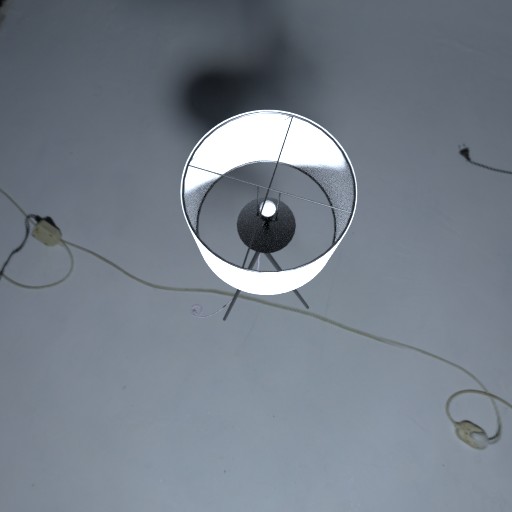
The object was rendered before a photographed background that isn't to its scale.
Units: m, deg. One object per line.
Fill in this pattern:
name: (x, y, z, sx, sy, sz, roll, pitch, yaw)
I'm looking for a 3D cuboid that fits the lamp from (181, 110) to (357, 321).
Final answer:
lamp: (0.000, 0.000, 1.876, 0.667, 1.624, 0.522, 17, 76, 4)
